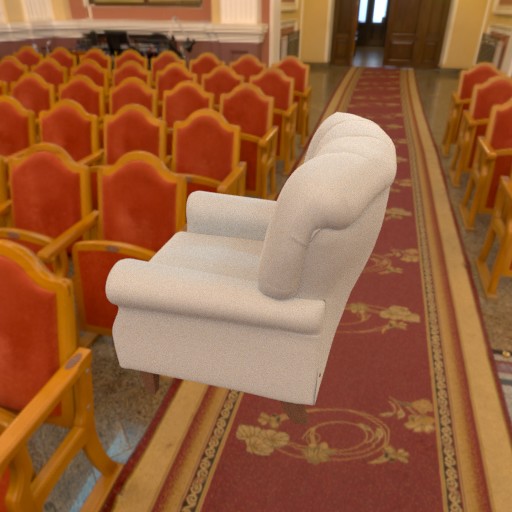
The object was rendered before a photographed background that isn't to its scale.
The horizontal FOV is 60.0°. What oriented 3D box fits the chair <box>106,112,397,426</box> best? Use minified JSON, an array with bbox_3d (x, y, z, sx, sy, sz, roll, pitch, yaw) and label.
[{"bbox_3d":[0.000,0.000,2.093,1.128,1.217,1.090,8,30,13],"label":"chair"}]
